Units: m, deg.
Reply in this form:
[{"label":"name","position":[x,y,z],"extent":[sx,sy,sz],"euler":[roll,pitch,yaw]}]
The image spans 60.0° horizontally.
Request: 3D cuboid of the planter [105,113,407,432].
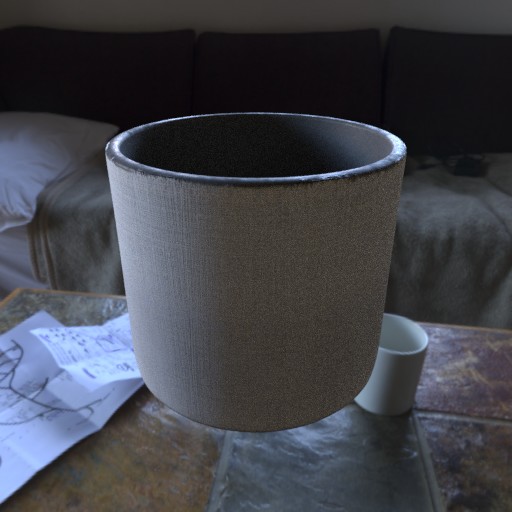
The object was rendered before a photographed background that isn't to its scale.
[{"label":"planter","position":[0.000,0.000,0.377],"extent":[0.221,0.201,0.221],"euler":[0,27,0]}]
